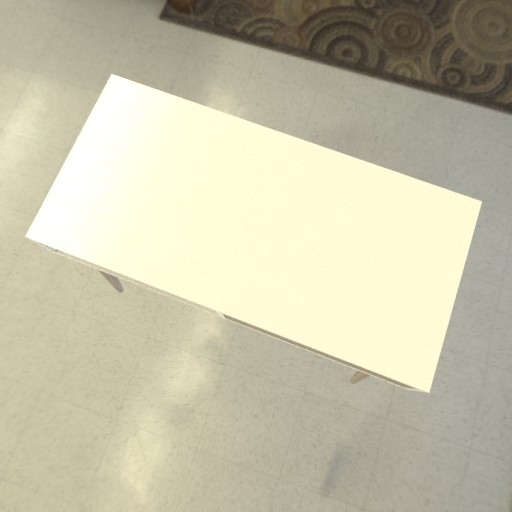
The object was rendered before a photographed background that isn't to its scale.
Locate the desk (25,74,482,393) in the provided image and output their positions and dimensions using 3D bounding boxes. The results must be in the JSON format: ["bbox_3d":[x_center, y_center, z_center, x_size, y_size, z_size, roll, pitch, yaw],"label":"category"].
[{"bbox_3d":[0.000,0.000,1.400,0.979,0.723,0.491,20,77,5],"label":"desk"}]
